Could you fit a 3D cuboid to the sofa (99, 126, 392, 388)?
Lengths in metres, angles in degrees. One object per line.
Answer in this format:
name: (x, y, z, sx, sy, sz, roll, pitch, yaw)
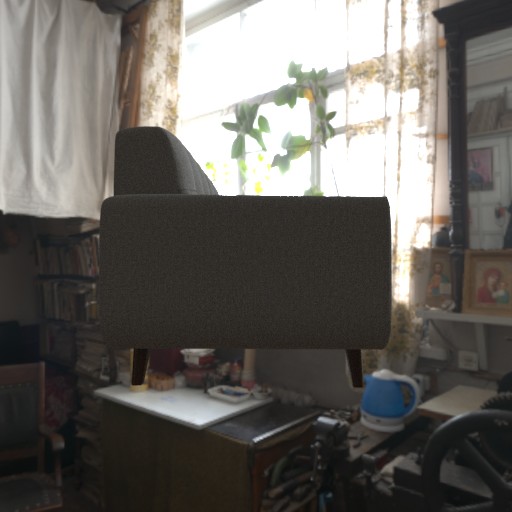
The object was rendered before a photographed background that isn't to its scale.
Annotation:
sofa: (0.000, 0.000, 2.207, 0.952, 0.925, 1.651, 0, 0, 2)
